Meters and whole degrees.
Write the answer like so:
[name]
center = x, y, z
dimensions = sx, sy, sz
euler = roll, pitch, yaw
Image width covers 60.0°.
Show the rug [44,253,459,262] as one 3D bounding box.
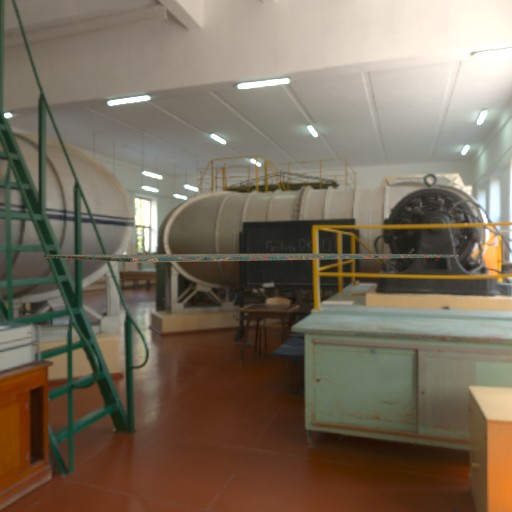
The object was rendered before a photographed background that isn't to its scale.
[rug]
center = 0.000, 0.000, 2.930
dimensions = 2.290, 0.016, 1.527
euler = -1, 1, -36
